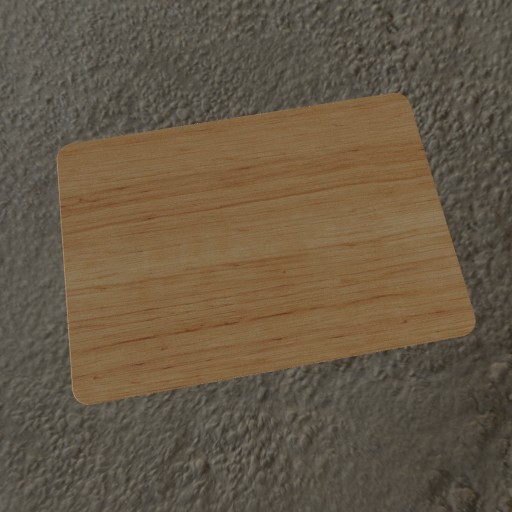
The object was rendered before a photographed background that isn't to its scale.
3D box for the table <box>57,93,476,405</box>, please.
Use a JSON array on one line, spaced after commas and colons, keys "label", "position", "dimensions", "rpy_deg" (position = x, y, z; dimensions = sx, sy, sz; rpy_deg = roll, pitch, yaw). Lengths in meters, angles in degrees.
[{"label": "table", "position": [0.000, 0.000, 1.370], "dimensions": [0.997, 0.445, 0.696], "rpy_deg": [-10, 75, -3]}]
